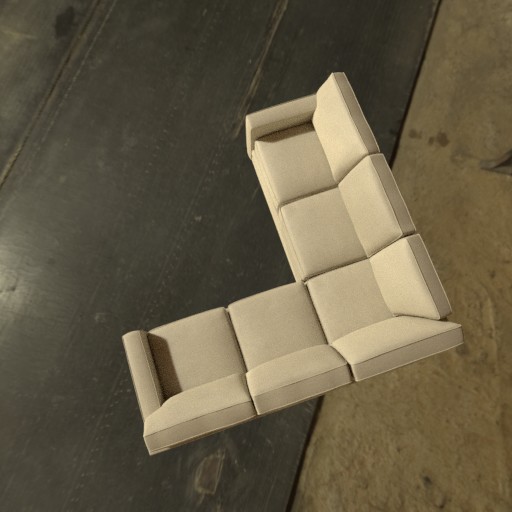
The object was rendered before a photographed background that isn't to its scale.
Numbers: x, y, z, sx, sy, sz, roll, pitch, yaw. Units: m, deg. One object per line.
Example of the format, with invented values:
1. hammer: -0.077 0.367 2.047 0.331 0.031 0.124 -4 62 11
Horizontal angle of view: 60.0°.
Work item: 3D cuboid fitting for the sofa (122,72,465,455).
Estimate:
1. sofa: 0.000 0.000 3.387 2.189 0.939 2.182 -18 77 -4
